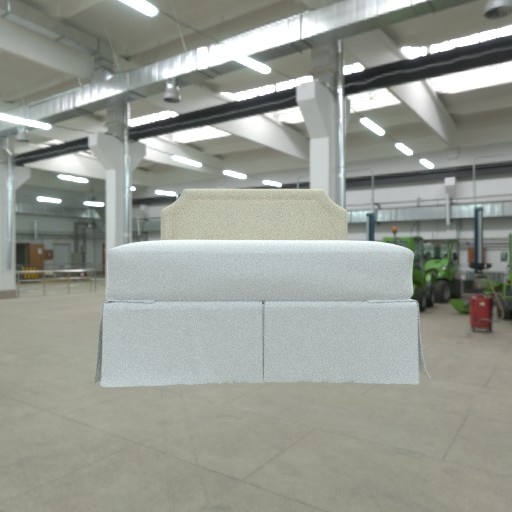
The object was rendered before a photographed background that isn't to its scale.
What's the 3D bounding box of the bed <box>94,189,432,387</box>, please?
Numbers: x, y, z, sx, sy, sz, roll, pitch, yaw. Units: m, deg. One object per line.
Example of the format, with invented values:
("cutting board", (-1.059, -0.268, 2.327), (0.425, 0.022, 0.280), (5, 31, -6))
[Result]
("bed", (0.000, 0.000, 3.283), (1.827, 1.296, 2.209), (0, 0, -1))
